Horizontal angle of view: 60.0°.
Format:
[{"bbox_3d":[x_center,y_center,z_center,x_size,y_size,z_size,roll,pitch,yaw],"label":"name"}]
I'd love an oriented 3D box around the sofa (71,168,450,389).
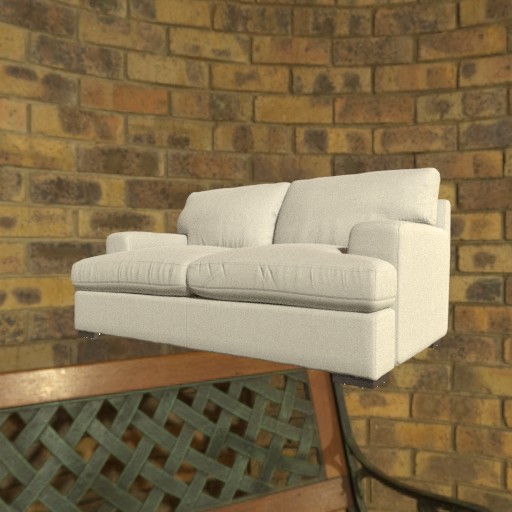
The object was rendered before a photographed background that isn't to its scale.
[{"bbox_3d":[0.000,0.000,2.479,1.880,0.940,1.143,0,0,35],"label":"sofa"}]
